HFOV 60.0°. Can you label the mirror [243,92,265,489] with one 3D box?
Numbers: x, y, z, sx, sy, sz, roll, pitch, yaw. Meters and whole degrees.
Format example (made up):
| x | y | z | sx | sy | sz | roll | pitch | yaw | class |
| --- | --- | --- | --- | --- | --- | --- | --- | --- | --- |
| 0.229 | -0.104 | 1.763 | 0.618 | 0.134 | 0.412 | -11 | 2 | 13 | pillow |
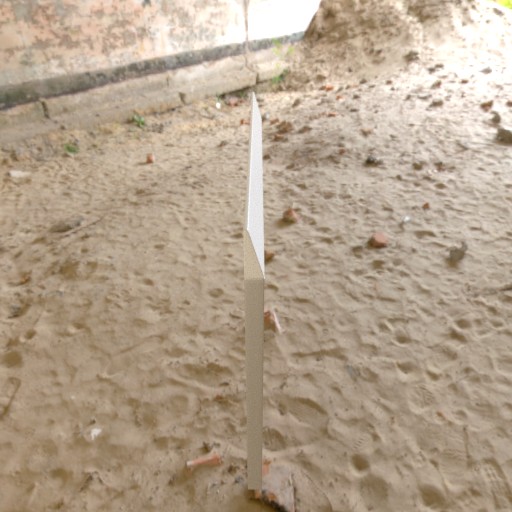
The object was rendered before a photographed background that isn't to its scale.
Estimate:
| x | y | z | sx | sy | sz | roll | pitch | yaw | class |
| --- | --- | --- | --- | --- | --- | --- | --- | --- | --- |
| 0.000 | 0.000 | 1.145 | 0.030 | 0.630 | 0.870 | 0 | 32 | 0 | mirror |
